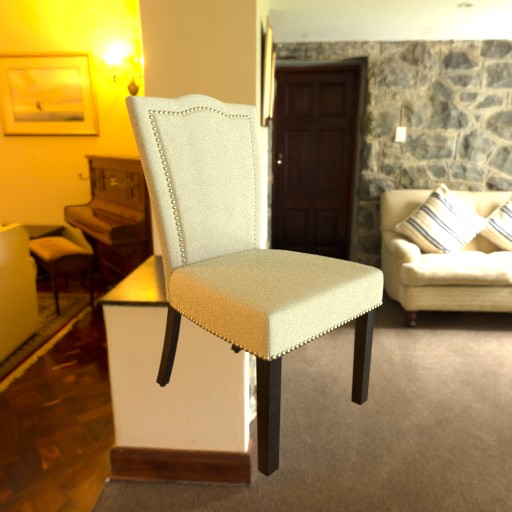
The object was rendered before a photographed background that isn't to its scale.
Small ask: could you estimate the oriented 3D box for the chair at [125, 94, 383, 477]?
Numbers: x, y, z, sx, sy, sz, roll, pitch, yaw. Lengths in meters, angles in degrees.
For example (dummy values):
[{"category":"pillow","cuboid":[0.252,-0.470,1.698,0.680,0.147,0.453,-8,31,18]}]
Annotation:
[{"category":"chair","cuboid":[0.000,0.000,1.322,0.589,0.946,0.518,14,20,43]}]
